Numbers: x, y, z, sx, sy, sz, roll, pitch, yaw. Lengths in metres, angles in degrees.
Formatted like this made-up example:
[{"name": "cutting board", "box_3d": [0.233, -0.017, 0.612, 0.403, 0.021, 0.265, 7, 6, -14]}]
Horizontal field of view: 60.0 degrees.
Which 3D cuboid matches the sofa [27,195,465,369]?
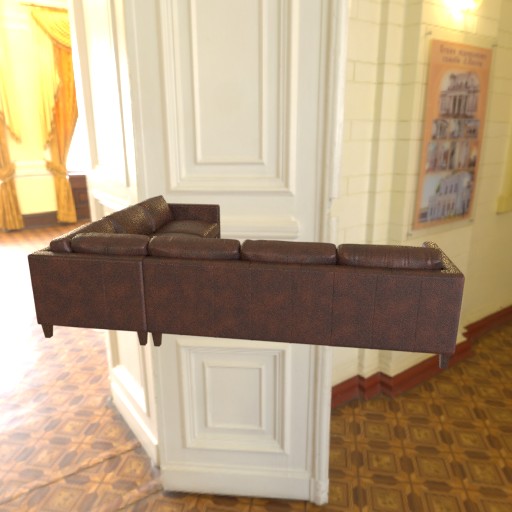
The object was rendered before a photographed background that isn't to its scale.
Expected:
[{"name": "sofa", "box_3d": [0.000, 0.000, 4.337, 3.152, 0.836, 2.438, 3, 16, 9]}]
